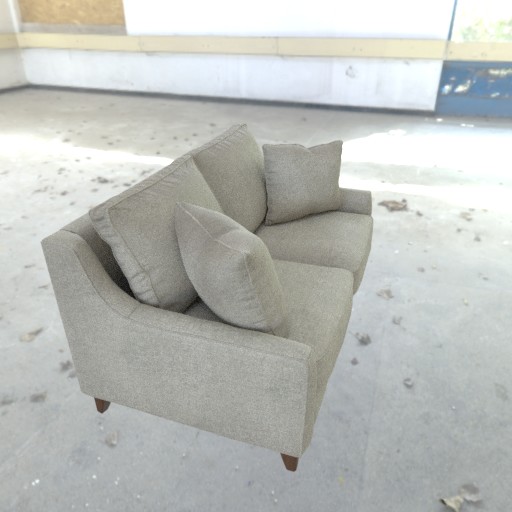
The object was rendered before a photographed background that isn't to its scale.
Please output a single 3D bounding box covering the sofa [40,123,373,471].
[{"bbox_3d":[0.000,0.000,1.959,0.915,0.863,1.422,10,31,17],"label":"sofa"}]
